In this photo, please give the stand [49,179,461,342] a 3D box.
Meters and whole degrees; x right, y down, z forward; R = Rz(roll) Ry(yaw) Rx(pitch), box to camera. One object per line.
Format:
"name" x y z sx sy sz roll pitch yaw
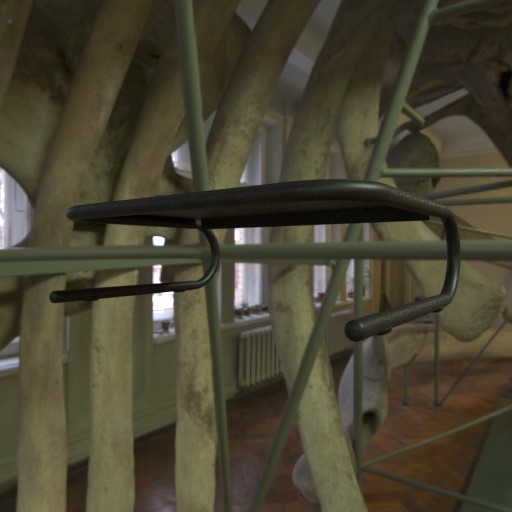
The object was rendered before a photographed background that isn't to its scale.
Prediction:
"stand" 0.000 0.000 0.495 0.370 0.108 0.280 0 1 36
